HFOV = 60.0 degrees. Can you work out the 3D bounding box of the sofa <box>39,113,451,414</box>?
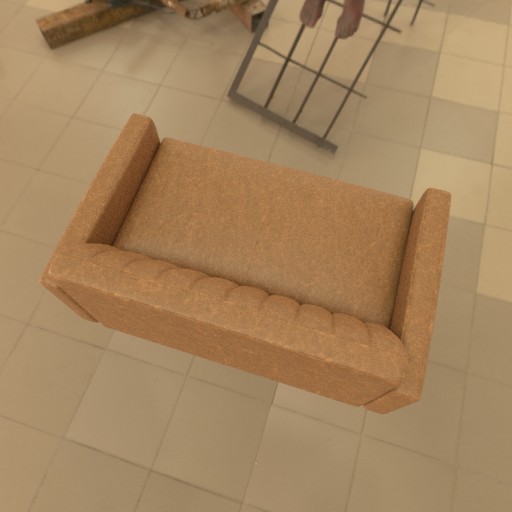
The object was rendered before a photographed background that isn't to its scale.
[{"bbox_3d":[0.000,0.000,2.066,1.549,0.820,0.960,16,66,7],"label":"sofa"}]
